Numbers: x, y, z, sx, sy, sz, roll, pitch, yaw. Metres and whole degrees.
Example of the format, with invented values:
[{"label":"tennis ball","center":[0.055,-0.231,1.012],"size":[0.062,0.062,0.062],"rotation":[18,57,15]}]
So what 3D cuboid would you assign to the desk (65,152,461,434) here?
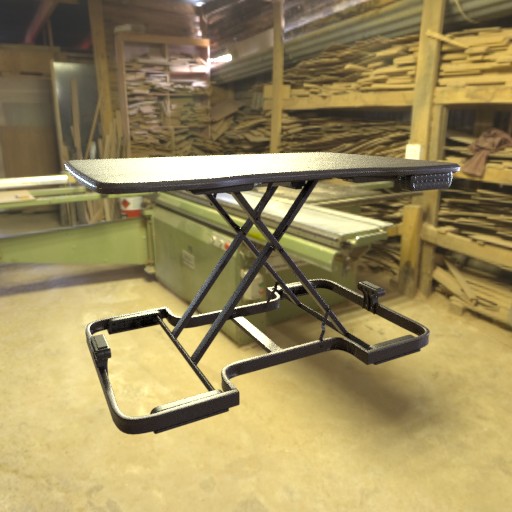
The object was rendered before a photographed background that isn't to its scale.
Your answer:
[{"label":"desk","center":[0.000,0.000,1.126],"size":[0.820,0.470,0.546],"rotation":[-8,18,-26]}]
